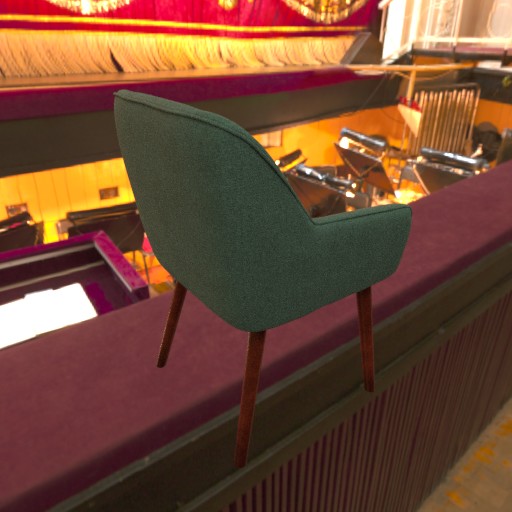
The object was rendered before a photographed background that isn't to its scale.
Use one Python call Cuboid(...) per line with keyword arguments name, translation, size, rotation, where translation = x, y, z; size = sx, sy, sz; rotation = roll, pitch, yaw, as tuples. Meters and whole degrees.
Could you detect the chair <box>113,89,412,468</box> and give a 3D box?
Cuboid(name="chair", translation=(0.000, 0.000, 1.129), size=(0.519, 0.803, 0.543), rotation=(-19, 33, -32))
